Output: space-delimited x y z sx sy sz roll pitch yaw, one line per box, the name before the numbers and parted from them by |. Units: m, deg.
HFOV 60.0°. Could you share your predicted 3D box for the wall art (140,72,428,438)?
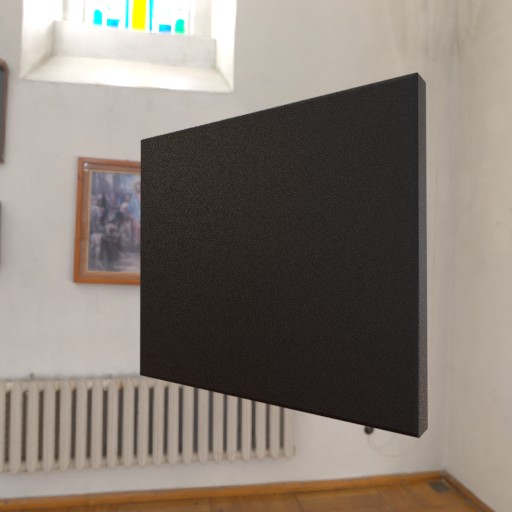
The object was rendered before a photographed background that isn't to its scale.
wall art | 0.000 0.000 0.521 0.380 0.330 0.028 -1 -1 36
